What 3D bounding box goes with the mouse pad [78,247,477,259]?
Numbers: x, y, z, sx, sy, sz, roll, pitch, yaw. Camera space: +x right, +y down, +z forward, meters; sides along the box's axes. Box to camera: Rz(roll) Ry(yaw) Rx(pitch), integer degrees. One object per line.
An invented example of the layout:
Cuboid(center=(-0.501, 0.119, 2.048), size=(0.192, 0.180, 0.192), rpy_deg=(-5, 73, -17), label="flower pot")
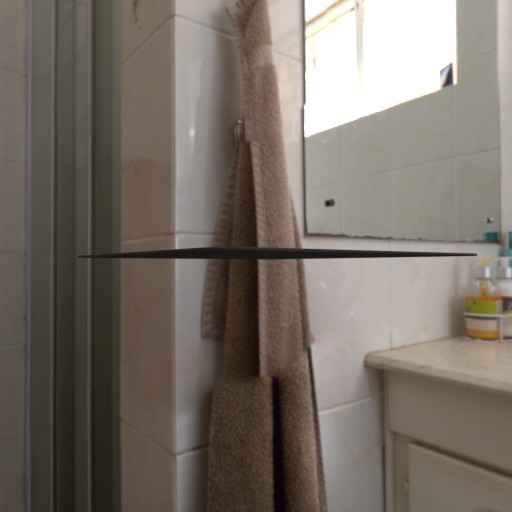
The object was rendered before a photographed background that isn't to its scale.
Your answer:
Cuboid(center=(0.000, 0.000, 0.434), size=(0.269, 0.002, 0.315), rpy_deg=(1, -1, -35), label="mouse pad")
